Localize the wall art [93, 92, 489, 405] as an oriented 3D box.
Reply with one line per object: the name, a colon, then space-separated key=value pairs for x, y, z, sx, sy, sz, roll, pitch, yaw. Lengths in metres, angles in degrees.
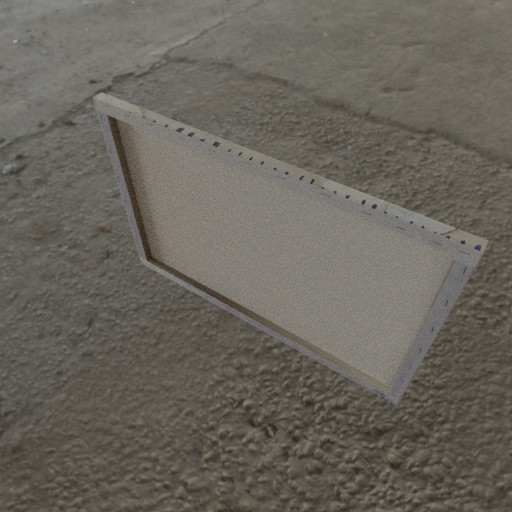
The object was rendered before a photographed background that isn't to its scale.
wall art: x=0.000 y=0.000 z=1.408 sx=1.143 sy=0.757 sz=0.038 roll=26 pitch=53 yaw=21
